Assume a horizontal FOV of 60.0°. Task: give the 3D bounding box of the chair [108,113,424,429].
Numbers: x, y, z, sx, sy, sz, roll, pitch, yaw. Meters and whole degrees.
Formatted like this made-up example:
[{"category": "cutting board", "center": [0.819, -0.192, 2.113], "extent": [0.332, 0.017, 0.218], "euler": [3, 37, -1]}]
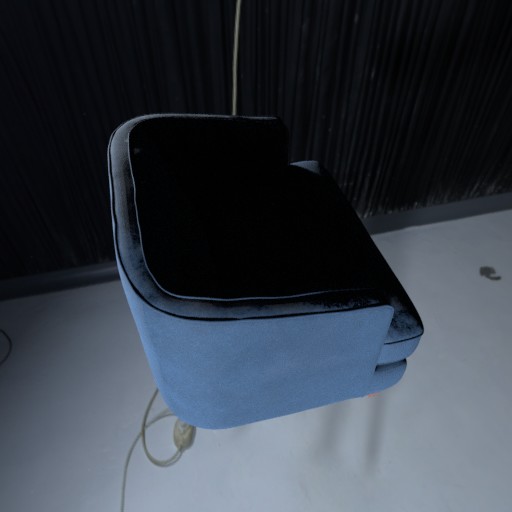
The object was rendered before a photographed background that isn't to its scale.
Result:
[{"category": "chair", "center": [0.000, 0.000, 1.741], "extent": [0.940, 0.852, 1.094], "euler": [-11, 48, -10]}]
